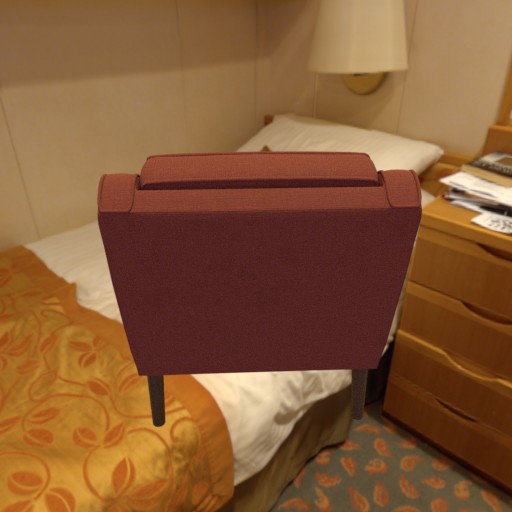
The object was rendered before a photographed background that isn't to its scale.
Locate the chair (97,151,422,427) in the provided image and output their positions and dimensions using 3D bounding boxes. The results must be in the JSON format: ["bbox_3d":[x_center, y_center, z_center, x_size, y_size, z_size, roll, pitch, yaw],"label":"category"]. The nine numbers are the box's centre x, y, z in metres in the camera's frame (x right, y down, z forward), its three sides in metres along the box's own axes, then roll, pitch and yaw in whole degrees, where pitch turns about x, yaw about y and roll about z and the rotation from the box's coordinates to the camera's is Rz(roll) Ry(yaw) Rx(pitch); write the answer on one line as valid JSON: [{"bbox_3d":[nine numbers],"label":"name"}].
[{"bbox_3d":[0.000,0.000,1.385,0.680,0.812,0.770,-1,30,-2],"label":"chair"}]
